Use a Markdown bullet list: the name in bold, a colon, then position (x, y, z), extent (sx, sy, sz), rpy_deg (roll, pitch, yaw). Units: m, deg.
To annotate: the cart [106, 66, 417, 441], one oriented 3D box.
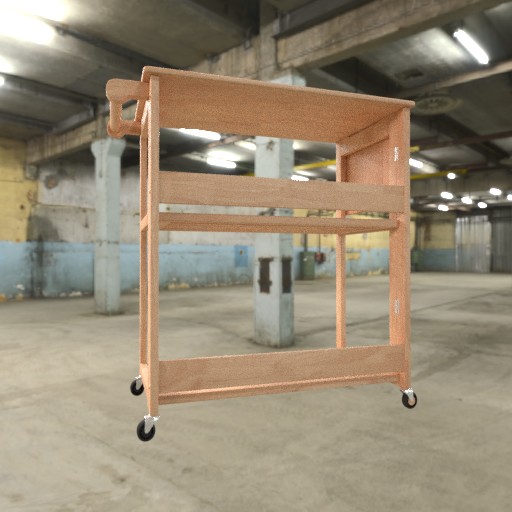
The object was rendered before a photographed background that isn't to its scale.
- **cart**: position (0.000, 0.000, 1.333), extent (0.853, 0.879, 0.432), rpy_deg (0, -1, -18)
